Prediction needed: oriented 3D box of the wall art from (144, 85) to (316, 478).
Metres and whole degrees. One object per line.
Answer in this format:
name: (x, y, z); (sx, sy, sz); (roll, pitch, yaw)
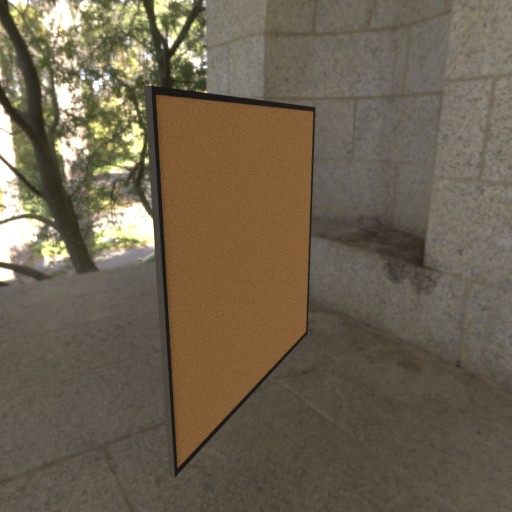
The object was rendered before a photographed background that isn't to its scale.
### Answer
wall art: (0.000, 0.000, 0.995); (0.015, 0.663, 0.664); (8, 18, 26)
